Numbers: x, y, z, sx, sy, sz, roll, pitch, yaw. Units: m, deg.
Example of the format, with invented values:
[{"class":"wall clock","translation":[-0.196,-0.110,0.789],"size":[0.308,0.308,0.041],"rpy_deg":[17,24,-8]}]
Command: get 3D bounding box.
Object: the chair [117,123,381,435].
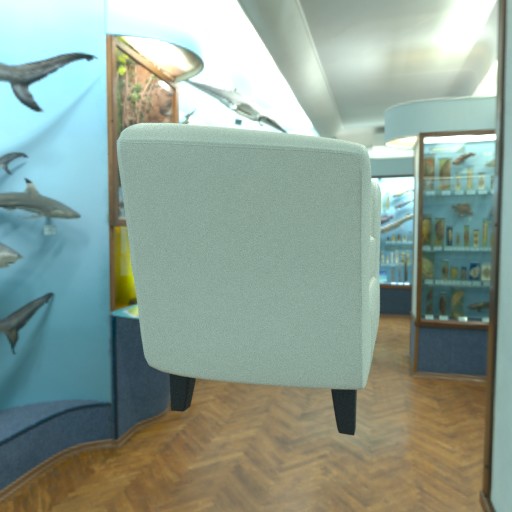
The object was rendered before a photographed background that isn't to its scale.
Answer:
[{"class":"chair","translation":[0.000,0.000,1.374],"size":[0.727,0.756,0.792],"rpy_deg":[1,3,18]}]
